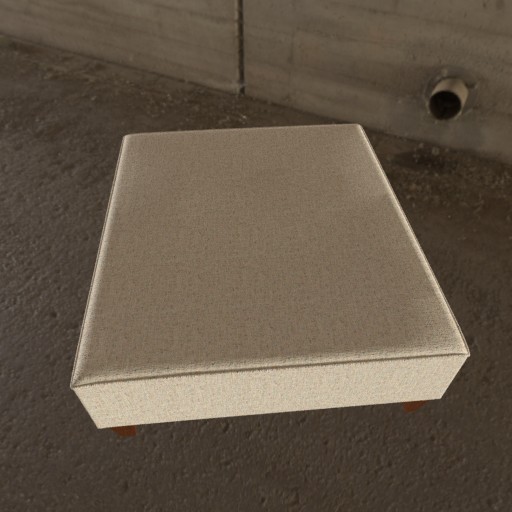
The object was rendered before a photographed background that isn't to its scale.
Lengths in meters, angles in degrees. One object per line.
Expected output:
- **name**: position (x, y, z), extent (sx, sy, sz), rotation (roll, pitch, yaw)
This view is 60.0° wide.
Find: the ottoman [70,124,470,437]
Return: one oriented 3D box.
- **ottoman**: position (0.000, 0.000, 1.185), extent (0.736, 0.303, 0.835), rotation (-4, 47, -3)
